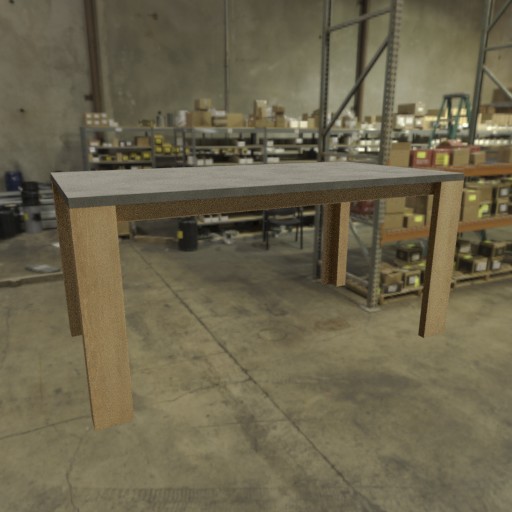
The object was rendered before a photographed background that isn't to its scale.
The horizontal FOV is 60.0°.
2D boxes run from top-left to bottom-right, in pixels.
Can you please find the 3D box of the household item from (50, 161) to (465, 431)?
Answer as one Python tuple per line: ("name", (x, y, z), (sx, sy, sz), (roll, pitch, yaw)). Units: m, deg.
("household item", (0.000, 0.000, 2.040), (1.600, 0.755, 0.850), (-8, 18, -26))
